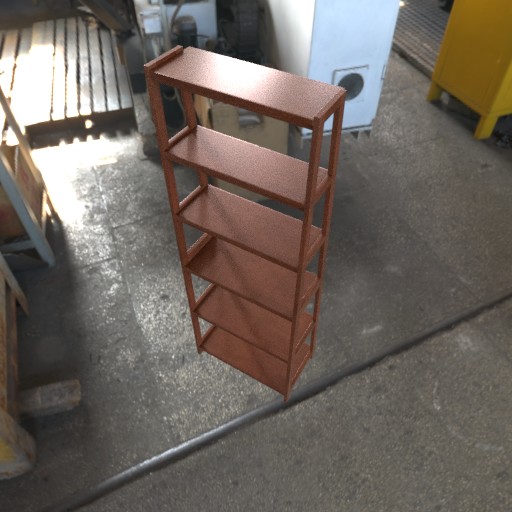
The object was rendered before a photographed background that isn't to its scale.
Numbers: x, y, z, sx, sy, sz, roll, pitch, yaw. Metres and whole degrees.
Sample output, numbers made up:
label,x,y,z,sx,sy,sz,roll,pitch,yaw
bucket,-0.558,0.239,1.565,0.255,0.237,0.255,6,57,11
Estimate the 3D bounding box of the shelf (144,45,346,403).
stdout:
label,x,y,z,sx,sy,sz,roll,pitch,yaw
shelf,0.000,0.000,2.188,0.660,1.892,0.382,24,52,20
